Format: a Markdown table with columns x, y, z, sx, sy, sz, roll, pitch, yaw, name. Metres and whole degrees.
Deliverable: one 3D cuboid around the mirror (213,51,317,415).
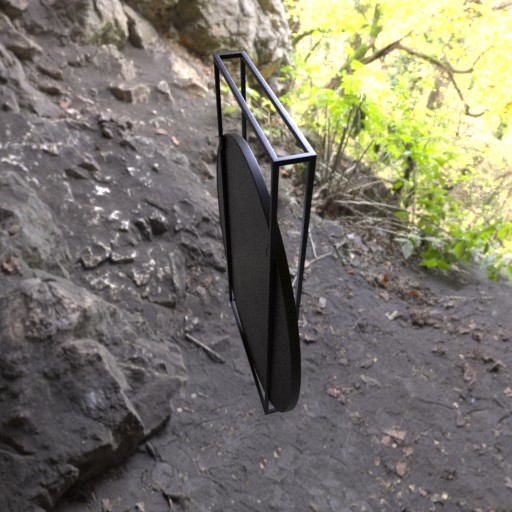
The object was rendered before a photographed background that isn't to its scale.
| x | y | z | sx | sy | sz | roll | pitch | yaw | name |
| --- | --- | --- | --- | --- | --- | --- | --- | --- | --- |
| 0.000 | 0.000 | 0.804 | 0.051 | 0.603 | 0.508 | -11 | 46 | -11 | mirror |
